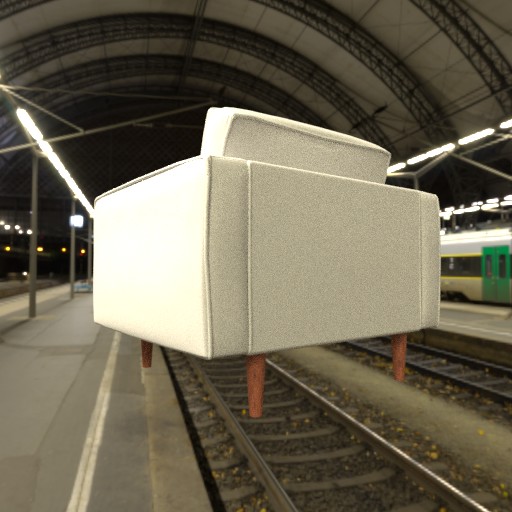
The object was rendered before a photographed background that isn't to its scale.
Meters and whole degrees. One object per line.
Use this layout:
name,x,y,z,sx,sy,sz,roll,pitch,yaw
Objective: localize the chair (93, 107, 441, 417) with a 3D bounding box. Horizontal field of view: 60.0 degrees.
chair,0.000,0.000,1.513,0.928,0.773,0.843,1,-2,-37
